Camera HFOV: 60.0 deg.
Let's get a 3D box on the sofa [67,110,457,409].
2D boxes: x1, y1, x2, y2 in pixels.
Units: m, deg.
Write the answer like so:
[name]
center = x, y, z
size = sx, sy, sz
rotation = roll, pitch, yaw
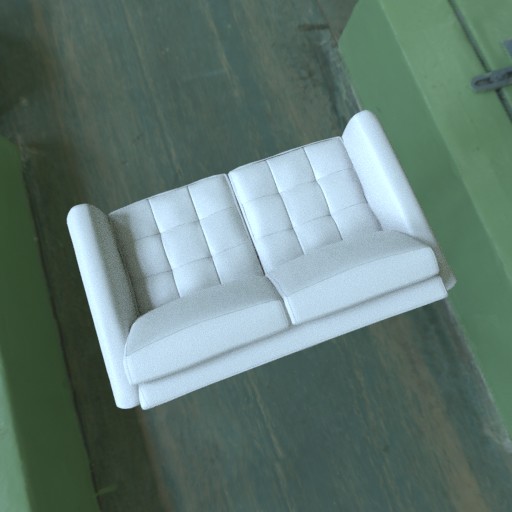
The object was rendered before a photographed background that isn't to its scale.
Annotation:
[sofa]
center = 0.000, 0.000, 2.429
size = 1.819, 0.930, 1.121
rotation = -19, 77, -5
